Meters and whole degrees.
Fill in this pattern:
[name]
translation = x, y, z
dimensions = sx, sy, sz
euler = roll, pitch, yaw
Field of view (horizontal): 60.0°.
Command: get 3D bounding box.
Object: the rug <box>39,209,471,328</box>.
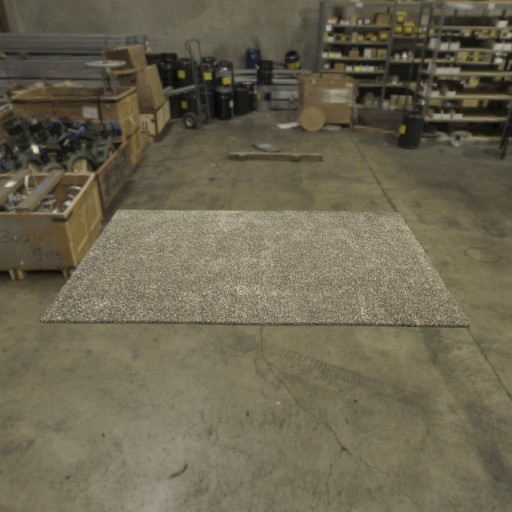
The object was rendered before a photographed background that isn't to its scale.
[rug]
translation = 0.000, 0.000, 3.052
dimensions = 2.350, 0.025, 1.502
euler = 0, 29, 1
